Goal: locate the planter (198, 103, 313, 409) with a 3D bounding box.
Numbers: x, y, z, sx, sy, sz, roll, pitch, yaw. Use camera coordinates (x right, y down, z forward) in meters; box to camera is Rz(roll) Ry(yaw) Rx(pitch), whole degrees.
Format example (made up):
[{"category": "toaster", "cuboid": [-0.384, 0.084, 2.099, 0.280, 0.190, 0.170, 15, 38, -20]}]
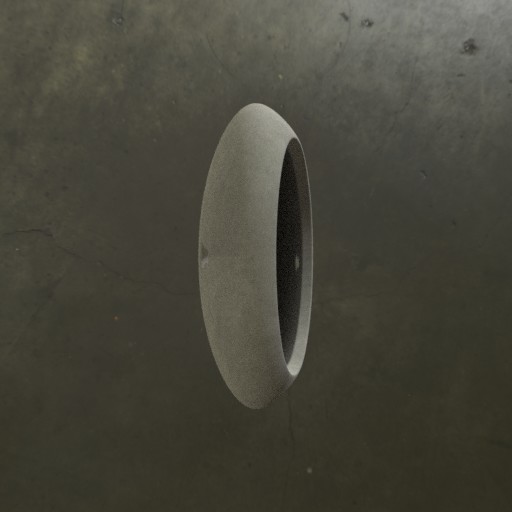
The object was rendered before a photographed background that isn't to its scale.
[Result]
[{"category": "planter", "cuboid": [0.000, 0.000, 0.284, 0.071, 0.188, 0.185, 0, 90, -1]}]
